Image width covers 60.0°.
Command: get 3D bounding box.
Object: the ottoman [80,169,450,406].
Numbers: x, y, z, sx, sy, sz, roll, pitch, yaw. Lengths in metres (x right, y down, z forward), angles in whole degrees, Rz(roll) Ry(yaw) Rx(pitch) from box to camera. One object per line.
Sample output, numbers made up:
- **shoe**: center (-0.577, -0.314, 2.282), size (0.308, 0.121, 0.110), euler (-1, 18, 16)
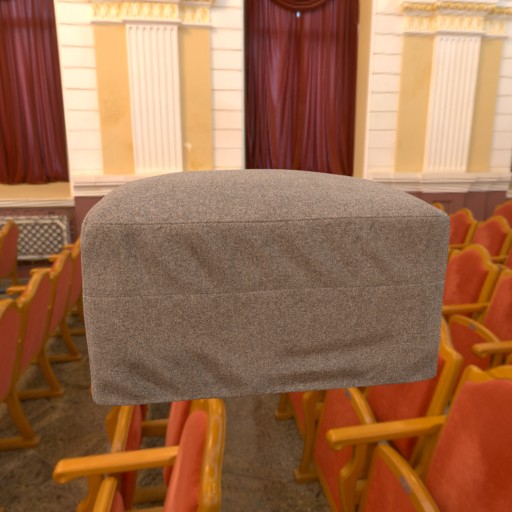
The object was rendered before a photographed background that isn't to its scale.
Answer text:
- **ottoman**: center (0.000, 0.000, 1.254), size (0.837, 0.481, 0.683), euler (-2, 13, -8)
